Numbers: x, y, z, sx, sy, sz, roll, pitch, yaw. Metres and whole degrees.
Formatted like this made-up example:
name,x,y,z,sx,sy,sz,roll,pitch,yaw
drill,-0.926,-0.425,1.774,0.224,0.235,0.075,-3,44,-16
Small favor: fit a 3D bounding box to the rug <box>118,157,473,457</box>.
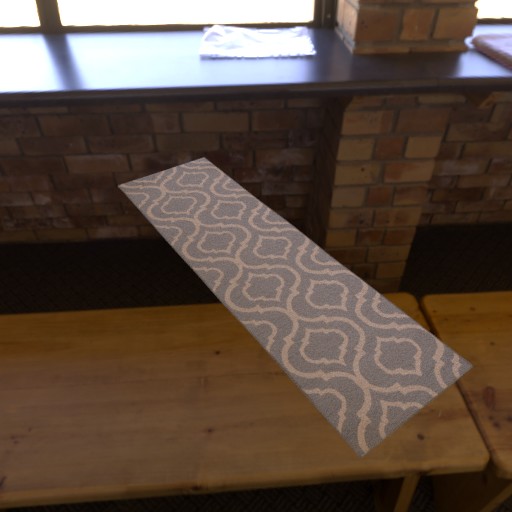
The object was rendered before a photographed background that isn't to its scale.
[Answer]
name,x,y,z,sx,sy,sz,roll,pitch,yaw
rug,0.000,0.000,2.457,0.684,0.009,2.275,-25,47,-26
